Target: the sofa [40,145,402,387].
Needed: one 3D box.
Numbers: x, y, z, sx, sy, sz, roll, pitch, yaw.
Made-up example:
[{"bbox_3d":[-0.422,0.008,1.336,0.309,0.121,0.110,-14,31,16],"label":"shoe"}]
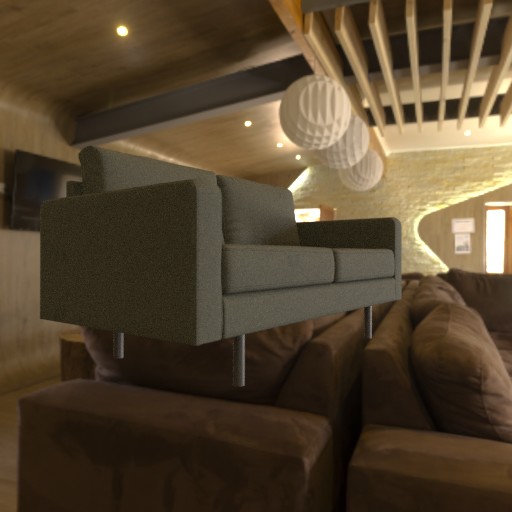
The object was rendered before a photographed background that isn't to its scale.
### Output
[{"bbox_3d":[0.000,0.000,2.199,0.889,0.897,1.730,0,0,37],"label":"sofa"}]
